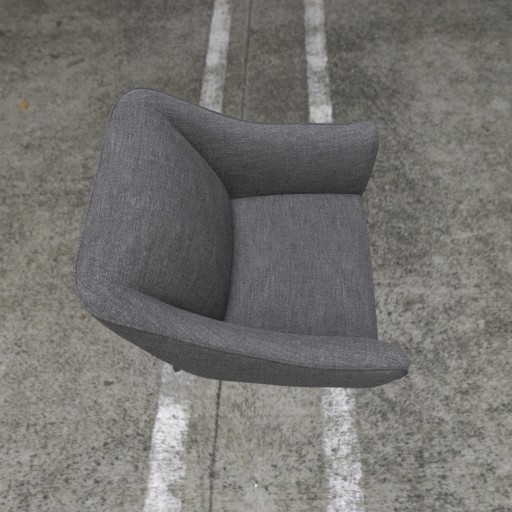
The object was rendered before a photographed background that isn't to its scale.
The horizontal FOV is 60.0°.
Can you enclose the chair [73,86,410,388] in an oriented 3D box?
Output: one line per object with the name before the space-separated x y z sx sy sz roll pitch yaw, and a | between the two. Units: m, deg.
chair | 0.000 0.000 1.500 0.851 0.829 0.870 1 63 1
